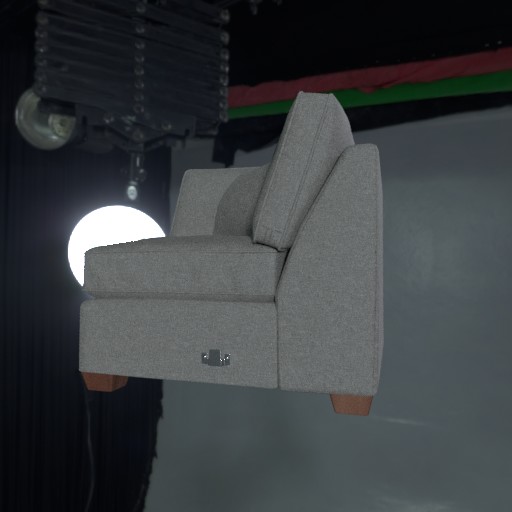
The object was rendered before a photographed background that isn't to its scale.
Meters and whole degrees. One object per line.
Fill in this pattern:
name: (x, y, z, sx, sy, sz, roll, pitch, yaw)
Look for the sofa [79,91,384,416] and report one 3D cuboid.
sofa: (0.000, 0.000, 1.978, 1.084, 1.002, 1.146, 0, -2, 17)
